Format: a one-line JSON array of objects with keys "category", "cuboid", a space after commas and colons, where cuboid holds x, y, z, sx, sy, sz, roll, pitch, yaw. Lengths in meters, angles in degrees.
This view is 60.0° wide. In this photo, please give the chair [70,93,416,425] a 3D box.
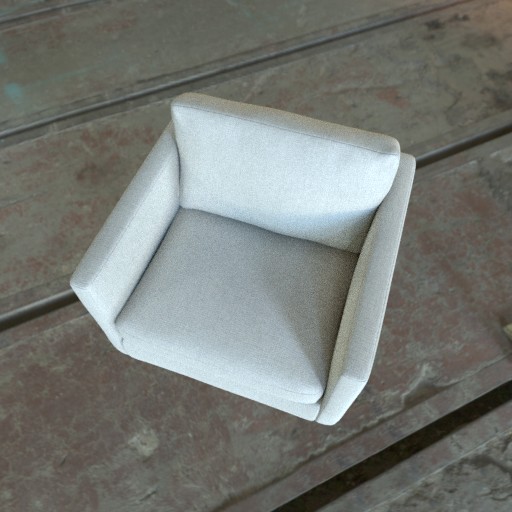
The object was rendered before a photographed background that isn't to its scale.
[{"category": "chair", "cuboid": [0.000, 0.000, 1.754, 0.996, 0.919, 0.959, 17, 60, 10]}]
